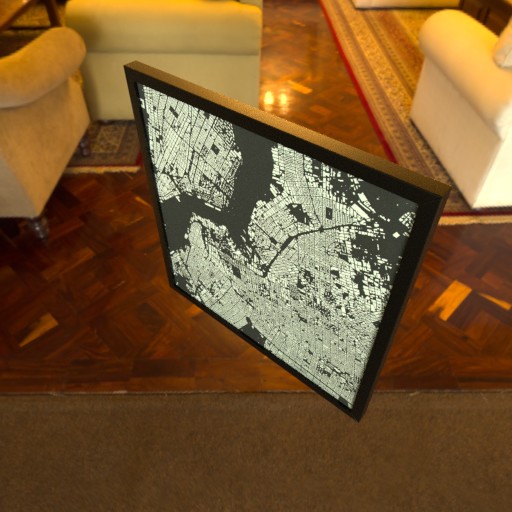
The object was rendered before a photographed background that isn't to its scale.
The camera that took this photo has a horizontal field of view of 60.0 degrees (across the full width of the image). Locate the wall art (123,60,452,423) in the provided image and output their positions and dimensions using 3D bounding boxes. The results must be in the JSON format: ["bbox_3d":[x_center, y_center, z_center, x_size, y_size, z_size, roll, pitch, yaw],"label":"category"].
[{"bbox_3d":[0.000,0.000,1.108,0.755,0.761,0.038,31,53,27],"label":"wall art"}]
